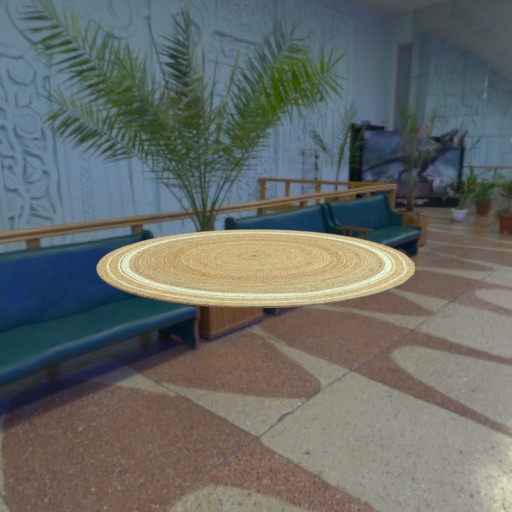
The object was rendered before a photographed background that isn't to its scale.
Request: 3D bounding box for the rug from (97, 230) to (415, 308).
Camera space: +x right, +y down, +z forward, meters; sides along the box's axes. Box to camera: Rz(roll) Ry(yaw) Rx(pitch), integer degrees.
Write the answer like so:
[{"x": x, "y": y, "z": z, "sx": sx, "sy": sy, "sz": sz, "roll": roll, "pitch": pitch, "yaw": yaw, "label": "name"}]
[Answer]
[{"x": 0.000, "y": 0.000, "z": 3.604, "sx": 2.444, "sy": 0.015, "sz": 2.444, "roll": 0, "pitch": 13, "yaw": 0, "label": "rug"}]
